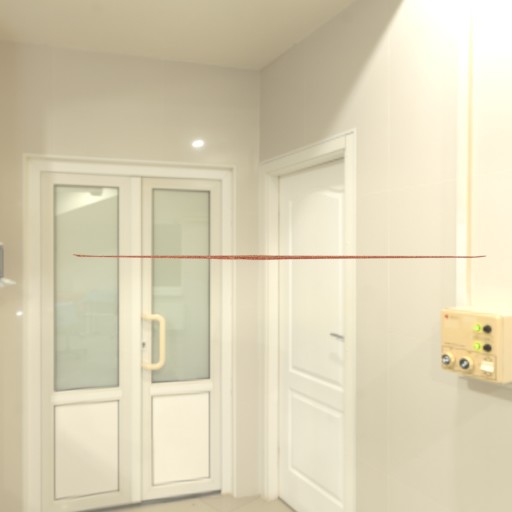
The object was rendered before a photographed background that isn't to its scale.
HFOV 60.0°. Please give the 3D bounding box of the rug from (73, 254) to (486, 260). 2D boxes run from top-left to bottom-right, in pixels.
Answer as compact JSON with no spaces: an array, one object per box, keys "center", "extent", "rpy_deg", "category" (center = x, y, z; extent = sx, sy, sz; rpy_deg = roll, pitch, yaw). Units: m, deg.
[{"center":[0.000,0.000,4.161],"extent":[2.489,0.030,3.086],"rpy_deg":[0,0,-37],"category":"rug"}]
